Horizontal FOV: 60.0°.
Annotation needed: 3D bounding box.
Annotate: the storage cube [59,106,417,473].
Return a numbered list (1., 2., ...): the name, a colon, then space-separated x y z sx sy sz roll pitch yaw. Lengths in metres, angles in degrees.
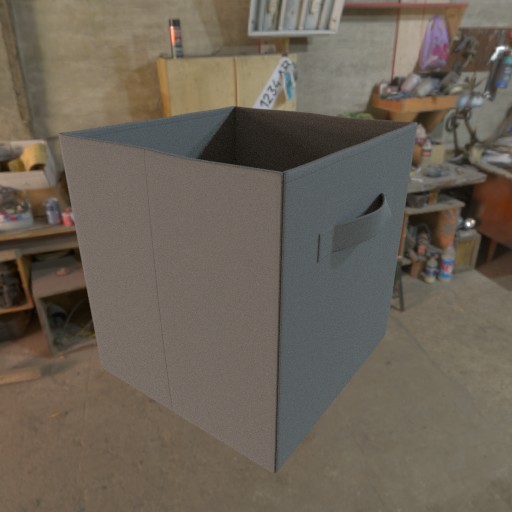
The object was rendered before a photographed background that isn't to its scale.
1. storage cube: 0.000 0.000 0.499 0.270 0.280 0.270 17 30 32
